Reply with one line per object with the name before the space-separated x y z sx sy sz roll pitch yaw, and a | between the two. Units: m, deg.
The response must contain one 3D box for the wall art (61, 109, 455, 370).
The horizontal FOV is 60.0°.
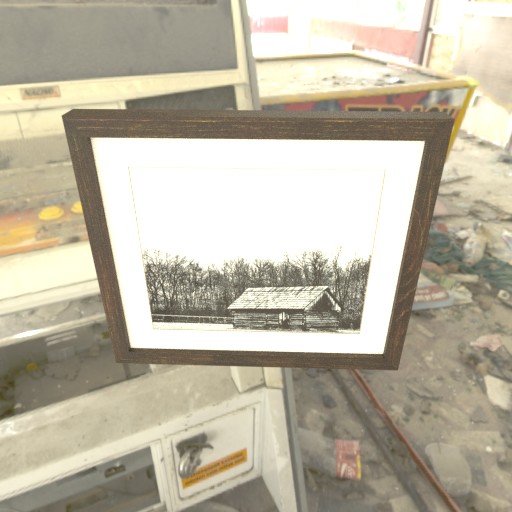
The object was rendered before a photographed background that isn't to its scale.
wall art | 0.000 0.000 0.527 0.381 0.330 0.031 1 31 2
